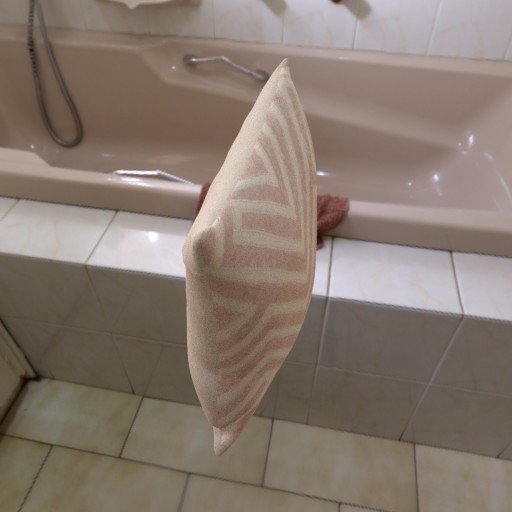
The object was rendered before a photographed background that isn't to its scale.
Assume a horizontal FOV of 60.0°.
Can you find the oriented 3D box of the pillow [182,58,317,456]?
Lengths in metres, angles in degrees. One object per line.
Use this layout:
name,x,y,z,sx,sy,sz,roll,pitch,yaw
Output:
pillow,0.000,0.000,0.669,0.182,0.441,0.440,9,45,9
